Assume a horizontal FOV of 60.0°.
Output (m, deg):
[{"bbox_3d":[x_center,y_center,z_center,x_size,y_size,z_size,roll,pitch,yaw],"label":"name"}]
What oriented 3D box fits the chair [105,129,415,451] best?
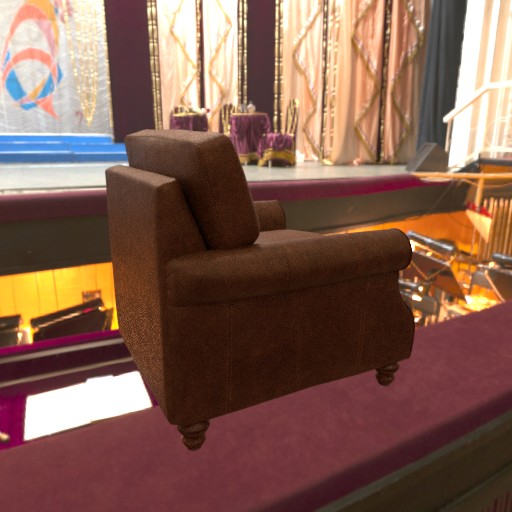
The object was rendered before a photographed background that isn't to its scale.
[{"bbox_3d":[0.000,0.000,1.770,1.002,0.976,0.996,-8,17,-27],"label":"chair"}]
